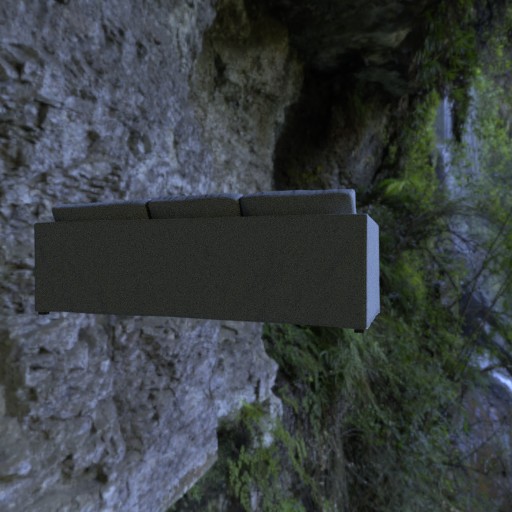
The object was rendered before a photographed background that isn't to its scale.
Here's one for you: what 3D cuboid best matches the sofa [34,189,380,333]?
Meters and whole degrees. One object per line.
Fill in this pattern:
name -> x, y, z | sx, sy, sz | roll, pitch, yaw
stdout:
sofa -> 0.000, 0.000, 4.388 | 2.432, 0.871, 3.182 | 0, 0, 19
